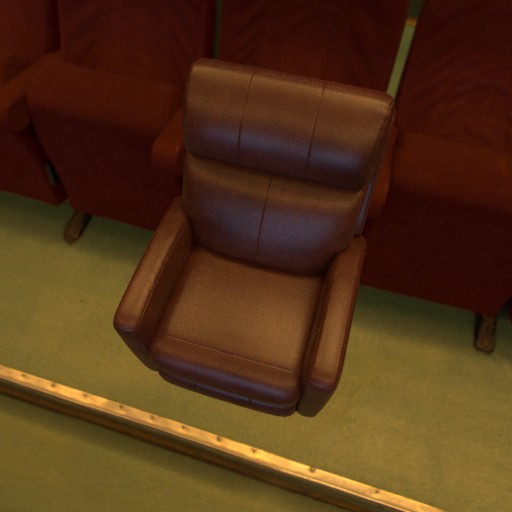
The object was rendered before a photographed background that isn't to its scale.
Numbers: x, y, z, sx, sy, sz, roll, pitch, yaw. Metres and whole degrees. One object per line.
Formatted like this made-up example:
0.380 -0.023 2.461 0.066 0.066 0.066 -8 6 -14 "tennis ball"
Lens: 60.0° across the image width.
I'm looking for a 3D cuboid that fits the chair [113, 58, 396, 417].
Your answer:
0.000 0.000 1.663 0.787 1.016 0.939 14 61 8 "chair"
